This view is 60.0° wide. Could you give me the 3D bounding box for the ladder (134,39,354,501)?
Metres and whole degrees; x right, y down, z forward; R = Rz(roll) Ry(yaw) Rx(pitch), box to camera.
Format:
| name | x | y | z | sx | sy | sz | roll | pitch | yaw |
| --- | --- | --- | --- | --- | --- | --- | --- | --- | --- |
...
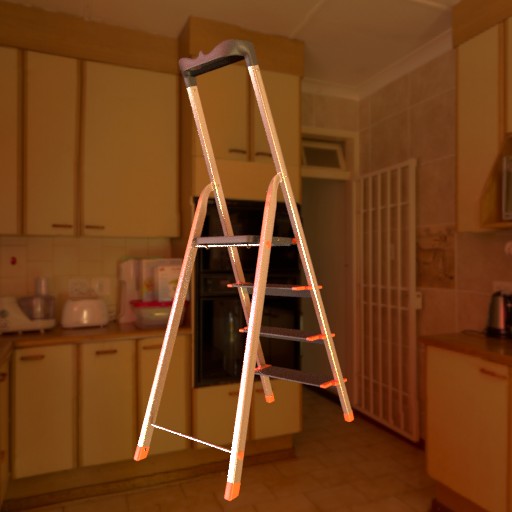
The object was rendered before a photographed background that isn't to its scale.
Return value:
| name | x | y | z | sx | sy | sz | roll | pitch | yaw |
| --- | --- | --- | --- | --- | --- | --- | --- | --- | --- |
| ladder | 0.000 | 0.000 | 1.756 | 0.452 | 1.429 | 0.834 | 0 | -1 | 37 |
